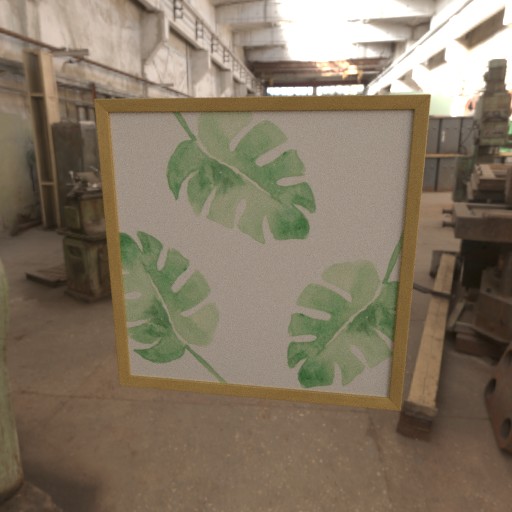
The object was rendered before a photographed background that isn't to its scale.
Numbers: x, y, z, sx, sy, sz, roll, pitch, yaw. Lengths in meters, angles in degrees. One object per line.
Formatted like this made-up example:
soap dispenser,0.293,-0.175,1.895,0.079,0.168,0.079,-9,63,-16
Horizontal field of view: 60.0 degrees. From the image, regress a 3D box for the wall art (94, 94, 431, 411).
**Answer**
wall art,0.000,0.000,0.454,0.305,0.305,0.038,2,15,9
